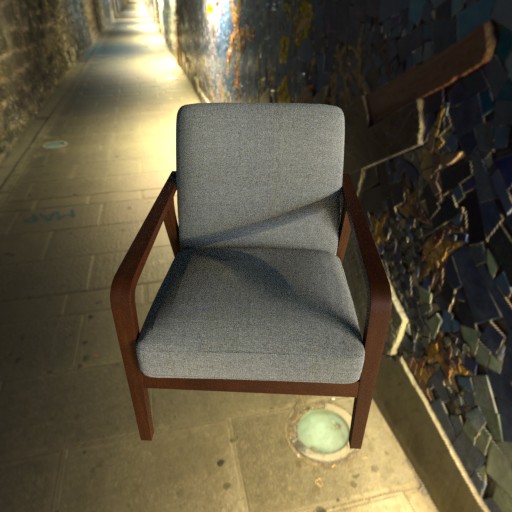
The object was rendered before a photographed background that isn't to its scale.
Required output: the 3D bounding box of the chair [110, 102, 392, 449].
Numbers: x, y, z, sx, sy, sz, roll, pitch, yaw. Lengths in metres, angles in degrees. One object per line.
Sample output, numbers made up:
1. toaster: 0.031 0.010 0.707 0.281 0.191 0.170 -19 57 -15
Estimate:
1. chair: 0.000 0.000 1.482 0.704 0.847 0.858 1 31 2
